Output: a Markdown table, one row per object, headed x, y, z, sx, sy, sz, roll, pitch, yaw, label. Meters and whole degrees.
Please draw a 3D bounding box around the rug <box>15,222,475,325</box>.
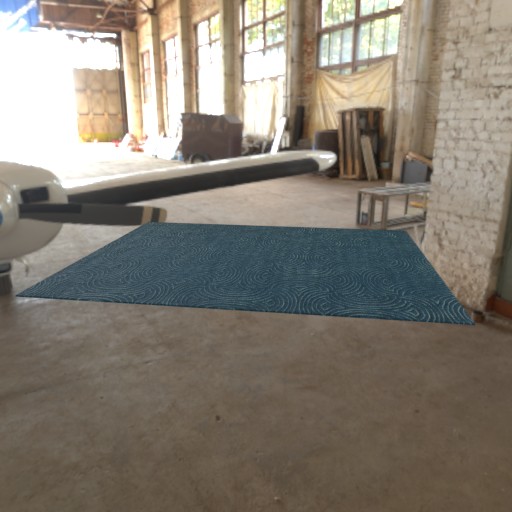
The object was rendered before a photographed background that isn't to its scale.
| x | y | z | sx | sy | sz | roll | pitch | yaw | label |
| --- | --- | --- | --- | --- | --- | --- | --- | --- | --- |
| 0.000 | 0.000 | 4.025 | 3.033 | 0.012 | 2.432 | 3 | 17 | 8 | rug |
